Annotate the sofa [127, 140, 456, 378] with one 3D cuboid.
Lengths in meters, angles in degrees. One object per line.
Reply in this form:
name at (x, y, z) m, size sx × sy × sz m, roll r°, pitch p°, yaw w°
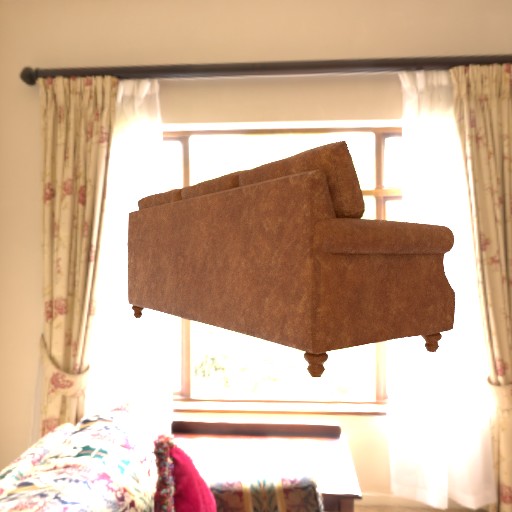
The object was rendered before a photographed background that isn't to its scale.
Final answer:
sofa at (0.000, 0.000, 2.866) m, size 0.973 × 0.977 × 2.351 m, roll 0°, pitch 0°, yaw -35°
